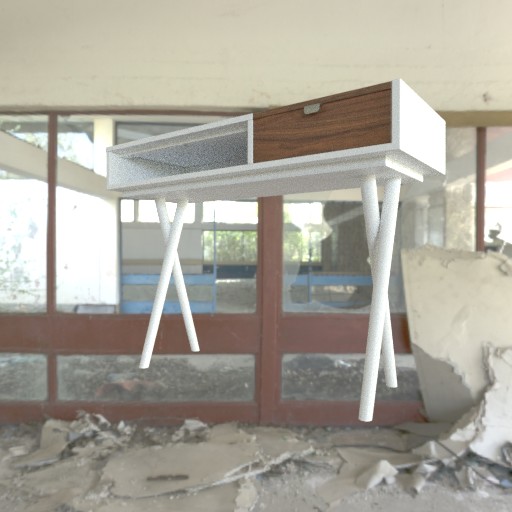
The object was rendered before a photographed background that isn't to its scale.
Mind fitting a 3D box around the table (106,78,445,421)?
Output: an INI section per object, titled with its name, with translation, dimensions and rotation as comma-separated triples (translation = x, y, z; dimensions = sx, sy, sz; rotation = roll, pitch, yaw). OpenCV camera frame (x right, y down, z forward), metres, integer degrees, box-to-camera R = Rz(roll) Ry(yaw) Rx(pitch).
[table]
translation = 0.000, 0.000, 1.444
dimensions = 1.066, 0.785, 0.418
rotation = 0, 0, 36
